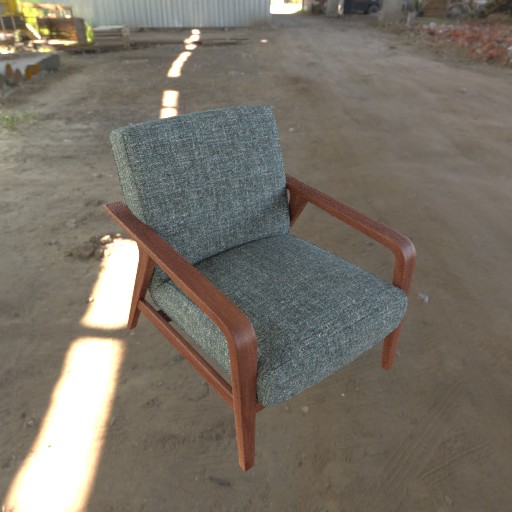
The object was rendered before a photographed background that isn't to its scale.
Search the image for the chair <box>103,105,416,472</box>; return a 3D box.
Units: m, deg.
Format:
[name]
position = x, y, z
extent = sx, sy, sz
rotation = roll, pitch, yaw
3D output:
[chair]
position = 0.000, 0.000, 1.526
extent = 0.719, 0.864, 0.889
rotation = -22, 37, -32
